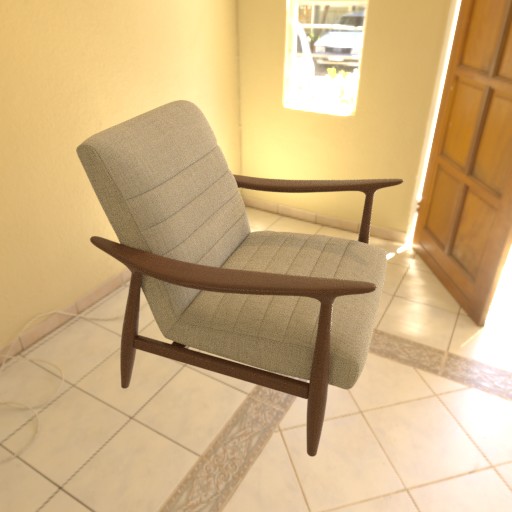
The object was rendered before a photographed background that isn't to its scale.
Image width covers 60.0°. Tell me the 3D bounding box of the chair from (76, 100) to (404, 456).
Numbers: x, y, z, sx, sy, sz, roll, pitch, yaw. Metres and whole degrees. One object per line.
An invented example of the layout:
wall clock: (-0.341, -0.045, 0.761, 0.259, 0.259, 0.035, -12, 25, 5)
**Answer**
chair: (0.000, 0.000, 1.420, 0.798, 0.832, 0.741, 11, 32, 18)
